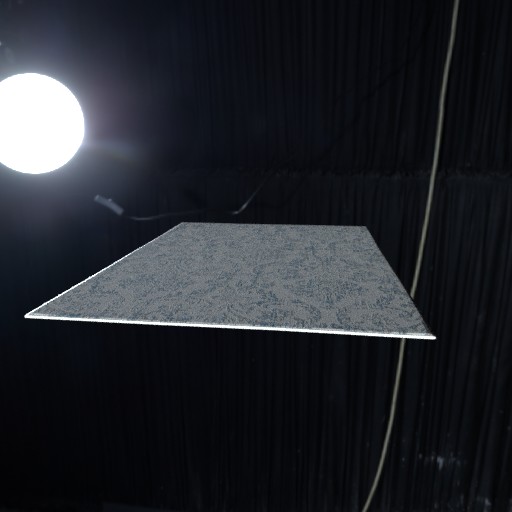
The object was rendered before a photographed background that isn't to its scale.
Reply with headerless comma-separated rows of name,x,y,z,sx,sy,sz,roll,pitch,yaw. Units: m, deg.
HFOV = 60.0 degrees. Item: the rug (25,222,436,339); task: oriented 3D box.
rug,0.000,0.000,2.732,1.586,0.014,2.197,2,14,7
